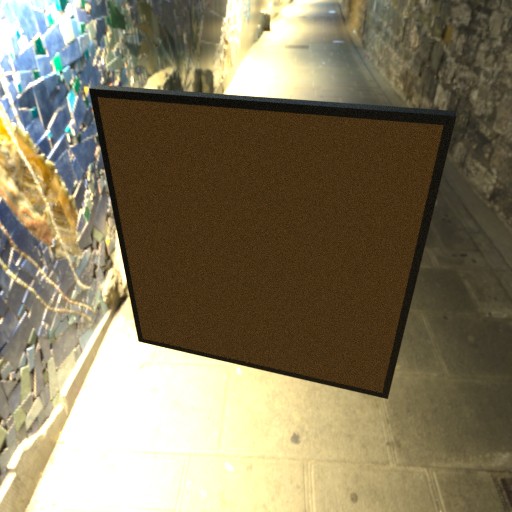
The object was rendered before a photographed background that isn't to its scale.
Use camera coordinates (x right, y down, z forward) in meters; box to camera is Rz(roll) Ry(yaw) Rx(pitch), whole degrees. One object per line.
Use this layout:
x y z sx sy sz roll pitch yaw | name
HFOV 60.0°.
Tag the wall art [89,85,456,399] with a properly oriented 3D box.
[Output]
0.000 0.000 1.110 0.763 0.763 0.038 9 34 14 | wall art
